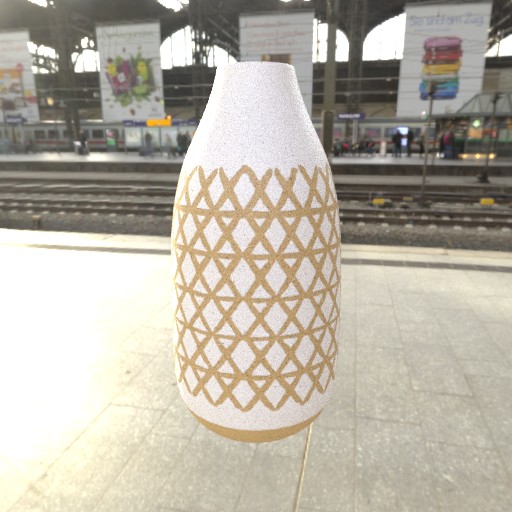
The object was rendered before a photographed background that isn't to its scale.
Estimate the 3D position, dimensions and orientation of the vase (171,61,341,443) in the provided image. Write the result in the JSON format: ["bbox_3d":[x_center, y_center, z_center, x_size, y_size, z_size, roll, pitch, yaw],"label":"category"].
[{"bbox_3d":[0.000,0.000,0.481,0.186,0.380,0.186,0,15,0],"label":"vase"}]
